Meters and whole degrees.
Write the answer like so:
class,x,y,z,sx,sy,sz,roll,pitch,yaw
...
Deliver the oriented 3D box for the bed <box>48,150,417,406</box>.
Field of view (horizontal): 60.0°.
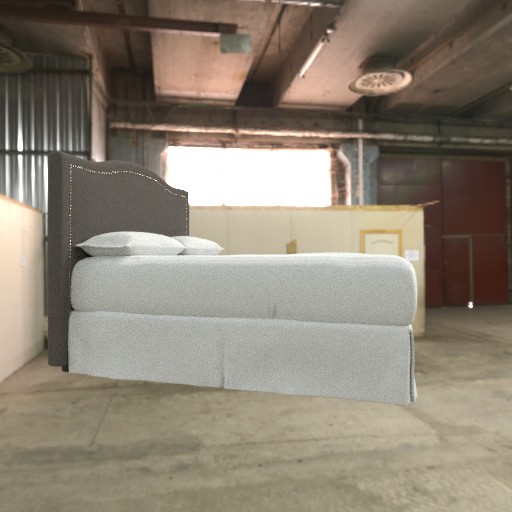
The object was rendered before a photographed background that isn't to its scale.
class,x,y,z,sx,sy,sz,roll,pitch,yaw
bed,0.000,0.000,3.047,2.036,1.387,1.666,0,0,18
